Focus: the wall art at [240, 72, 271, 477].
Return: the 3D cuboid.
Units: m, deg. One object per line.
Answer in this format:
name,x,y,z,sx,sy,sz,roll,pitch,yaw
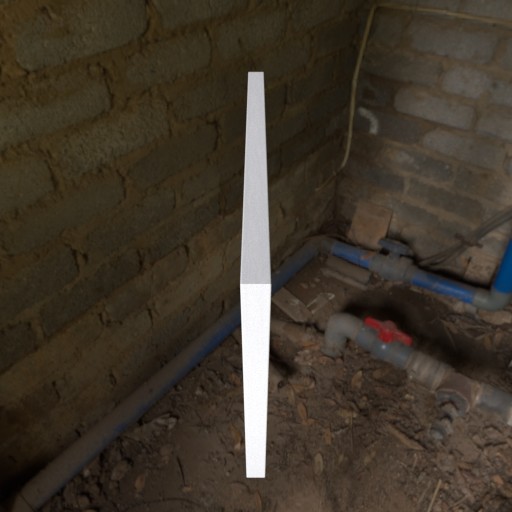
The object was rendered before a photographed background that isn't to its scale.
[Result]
wall art,0.000,0.000,1.410,0.053,0.787,1.041,0,41,0
